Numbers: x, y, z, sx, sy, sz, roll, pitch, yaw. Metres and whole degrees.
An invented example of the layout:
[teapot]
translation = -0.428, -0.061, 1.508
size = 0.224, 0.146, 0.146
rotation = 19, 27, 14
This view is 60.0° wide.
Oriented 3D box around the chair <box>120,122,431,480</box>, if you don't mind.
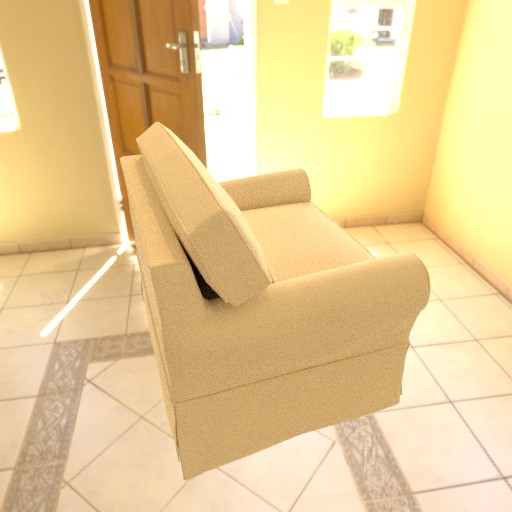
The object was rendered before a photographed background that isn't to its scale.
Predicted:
[chair]
translation = 0.000, 0.000, 1.791
size = 0.904, 0.958, 1.099
rotation = -10, 32, -17
